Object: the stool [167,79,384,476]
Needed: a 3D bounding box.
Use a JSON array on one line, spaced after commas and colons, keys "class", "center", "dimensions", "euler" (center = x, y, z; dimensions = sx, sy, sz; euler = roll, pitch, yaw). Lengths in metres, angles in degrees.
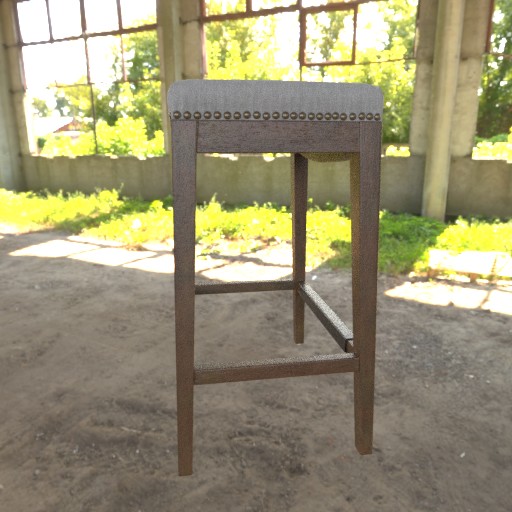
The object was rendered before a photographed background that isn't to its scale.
[{"class": "stool", "center": [0.000, 0.000, 0.960], "dimensions": [0.356, 0.660, 0.508], "euler": [-2, 14, -9]}]
